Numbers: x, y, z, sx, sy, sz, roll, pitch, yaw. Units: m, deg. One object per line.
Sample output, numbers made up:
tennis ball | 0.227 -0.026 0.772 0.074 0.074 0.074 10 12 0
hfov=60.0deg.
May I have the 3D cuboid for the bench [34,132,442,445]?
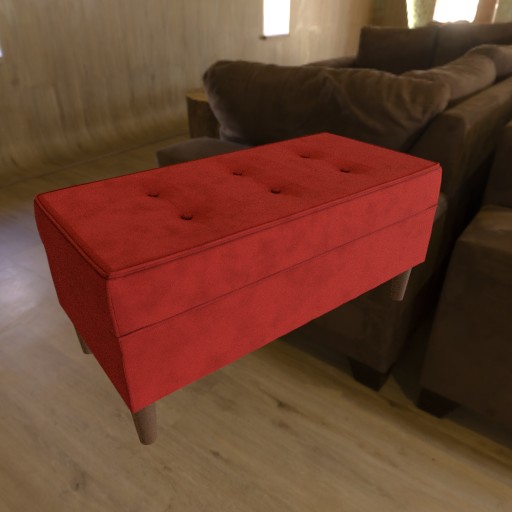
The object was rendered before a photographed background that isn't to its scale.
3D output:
bench | 0.000 0.000 1.270 1.016 0.471 0.492 -21 36 -32
